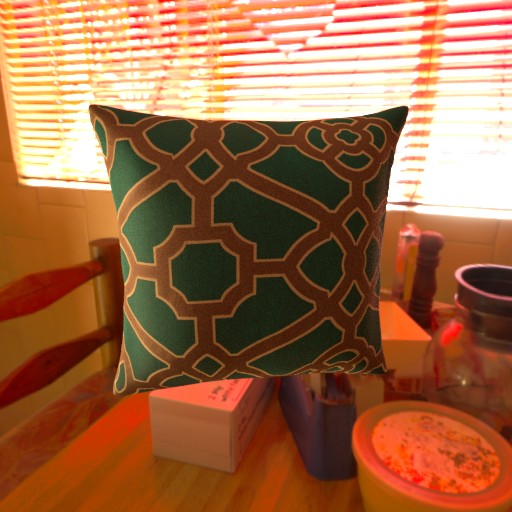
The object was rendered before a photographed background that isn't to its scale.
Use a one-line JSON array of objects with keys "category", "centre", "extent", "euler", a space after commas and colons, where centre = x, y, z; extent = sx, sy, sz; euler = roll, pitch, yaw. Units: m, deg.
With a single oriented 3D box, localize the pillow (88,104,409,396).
[{"category": "pillow", "centre": [0.000, 0.000, 0.781], "extent": [0.526, 0.507, 0.166], "euler": [-2, 16, -8]}]
